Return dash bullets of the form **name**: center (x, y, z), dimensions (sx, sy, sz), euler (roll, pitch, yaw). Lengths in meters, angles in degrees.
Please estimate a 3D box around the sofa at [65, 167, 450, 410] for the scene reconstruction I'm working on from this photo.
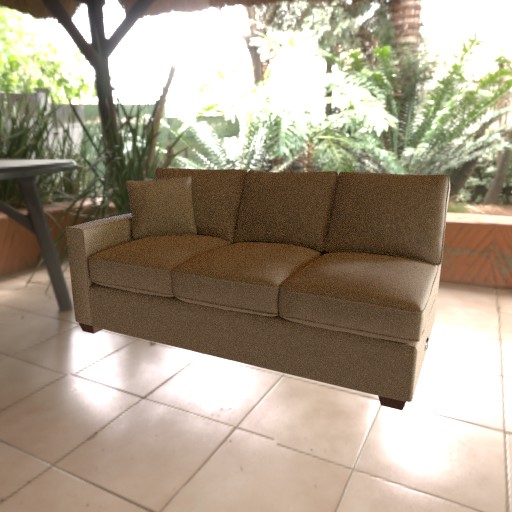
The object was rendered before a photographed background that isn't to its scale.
- **sofa**: center (0.000, 0.000, 2.558), dimensions (1.962, 0.946, 1.034), euler (7, 16, 25)
